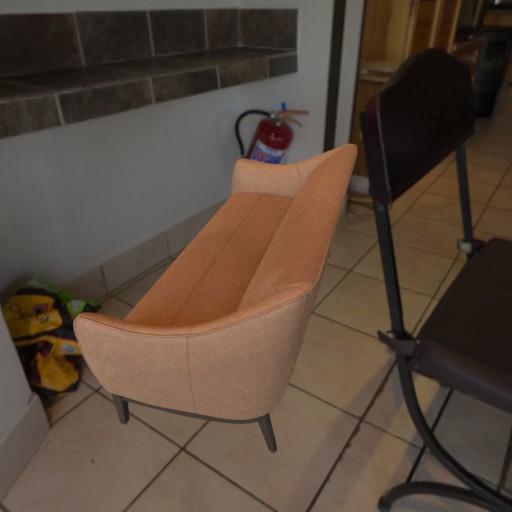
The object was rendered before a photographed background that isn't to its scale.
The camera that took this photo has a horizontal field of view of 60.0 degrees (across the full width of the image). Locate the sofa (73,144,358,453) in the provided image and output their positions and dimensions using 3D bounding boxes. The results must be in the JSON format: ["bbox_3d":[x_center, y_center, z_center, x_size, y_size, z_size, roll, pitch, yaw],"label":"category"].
[{"bbox_3d":[0.000,0.000,2.368,0.869,0.830,1.928,8,31,14],"label":"sofa"}]
